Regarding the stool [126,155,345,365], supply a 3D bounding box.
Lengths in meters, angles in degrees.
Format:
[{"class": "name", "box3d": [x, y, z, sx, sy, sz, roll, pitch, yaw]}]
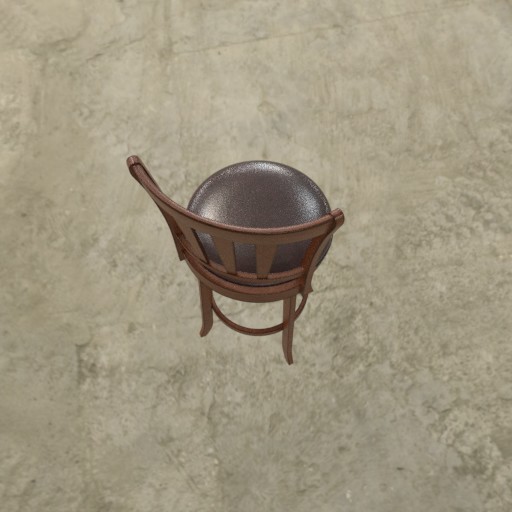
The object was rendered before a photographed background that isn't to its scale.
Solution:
[{"class": "stool", "box3d": [0.000, 0.000, 1.469, 0.464, 1.177, 0.503, 16, 63, 8]}]
